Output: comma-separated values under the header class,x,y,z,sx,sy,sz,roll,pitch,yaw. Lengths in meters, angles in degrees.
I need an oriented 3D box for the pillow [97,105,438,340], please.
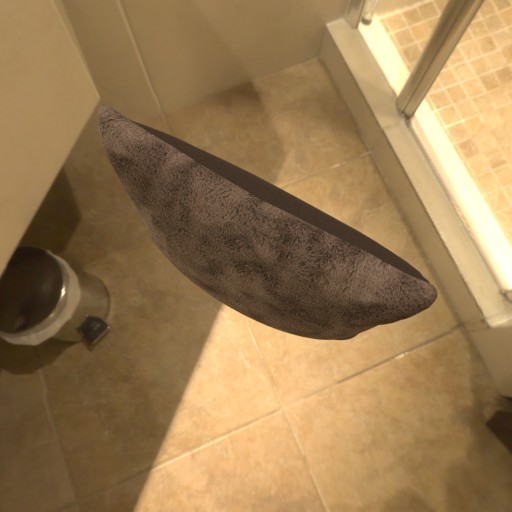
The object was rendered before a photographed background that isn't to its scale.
class,x,y,z,sx,sy,sz,roll,pitch,yaw
pillow,0.000,0.000,0.808,0.522,0.520,0.204,29,77,7
